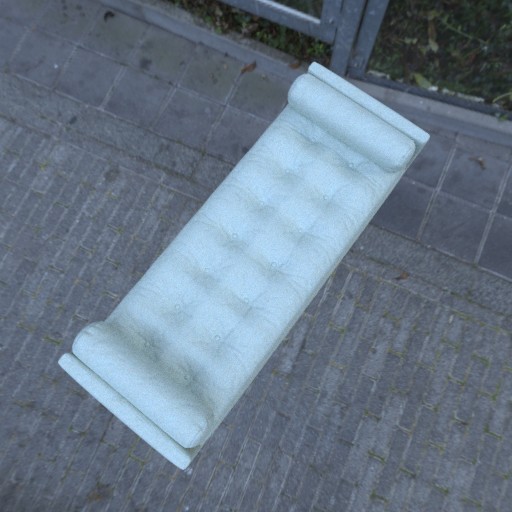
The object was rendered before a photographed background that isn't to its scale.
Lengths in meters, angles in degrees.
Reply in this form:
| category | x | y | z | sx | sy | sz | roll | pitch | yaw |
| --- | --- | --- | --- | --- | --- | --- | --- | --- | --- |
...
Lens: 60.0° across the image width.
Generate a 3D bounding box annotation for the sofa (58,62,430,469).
| category | x | y | z | sx | sy | sz | roll | pitch | yaw |
| --- | --- | --- | --- | --- | --- | --- | --- | --- | --- |
| sofa | 0.000 | 0.000 | 2.501 | 0.796 | 0.705 | 2.102 | 36 | 78 | 9 |
